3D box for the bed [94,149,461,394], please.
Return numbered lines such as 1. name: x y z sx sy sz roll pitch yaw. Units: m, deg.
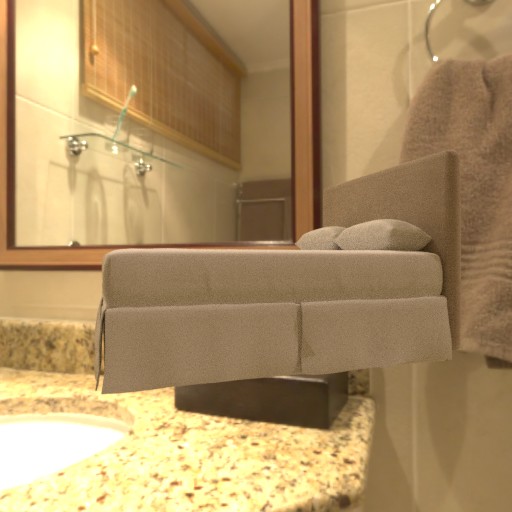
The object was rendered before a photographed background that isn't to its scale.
1. bed: 0.000 0.000 3.154 2.162 1.330 1.713 0 0 -19
